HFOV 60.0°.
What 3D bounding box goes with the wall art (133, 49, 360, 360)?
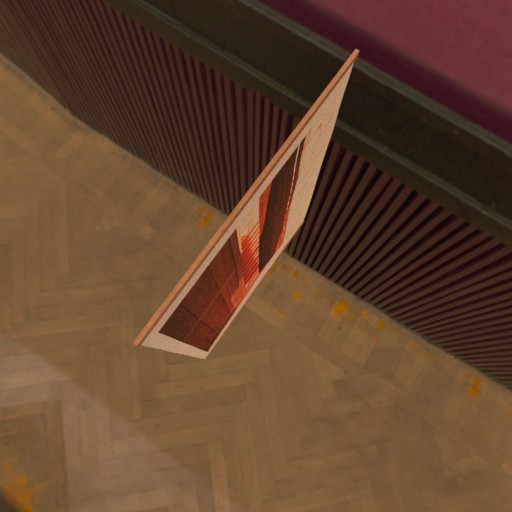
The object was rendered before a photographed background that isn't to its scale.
[{"bbox_3d":[0.000,0.000,1.907,0.019,1.527,1.019,34,78,8],"label":"wall art"}]
